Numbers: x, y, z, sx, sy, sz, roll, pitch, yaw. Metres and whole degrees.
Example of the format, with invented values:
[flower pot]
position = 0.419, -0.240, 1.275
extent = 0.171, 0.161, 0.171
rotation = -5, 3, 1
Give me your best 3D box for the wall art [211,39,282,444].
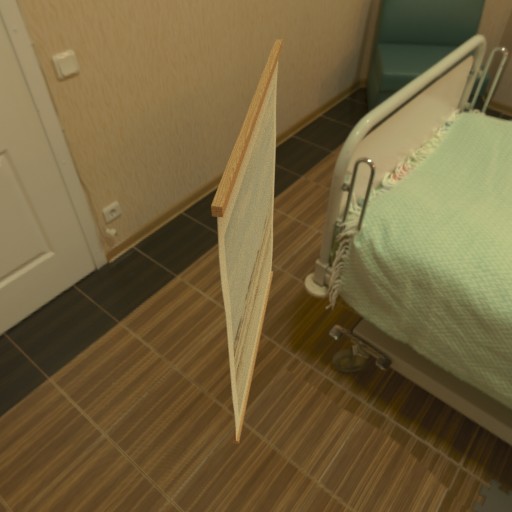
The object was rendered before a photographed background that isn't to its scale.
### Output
[wall art]
position = 0.000, 0.000, 0.822
extent = 0.011, 0.605, 0.458
rotation = 7, 46, 7
